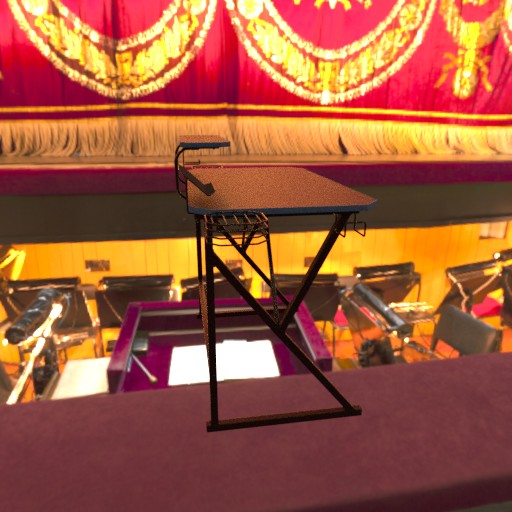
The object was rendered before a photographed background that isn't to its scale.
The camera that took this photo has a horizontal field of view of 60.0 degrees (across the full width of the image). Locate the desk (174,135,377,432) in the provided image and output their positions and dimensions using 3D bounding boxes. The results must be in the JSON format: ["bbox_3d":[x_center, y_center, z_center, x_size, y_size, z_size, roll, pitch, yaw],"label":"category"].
[{"bbox_3d":[0.000,0.000,1.762,0.594,0.909,1.295,-3,18,-9],"label":"desk"}]
